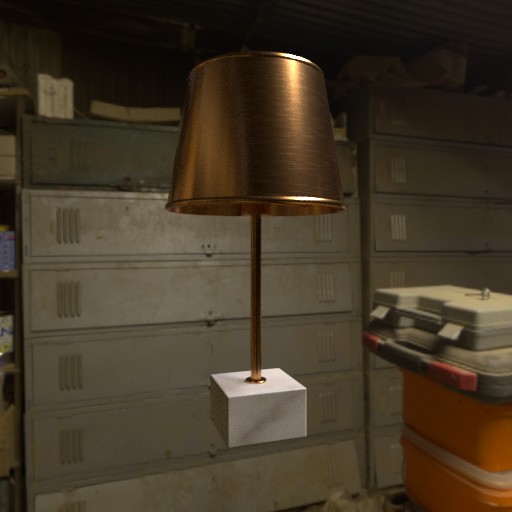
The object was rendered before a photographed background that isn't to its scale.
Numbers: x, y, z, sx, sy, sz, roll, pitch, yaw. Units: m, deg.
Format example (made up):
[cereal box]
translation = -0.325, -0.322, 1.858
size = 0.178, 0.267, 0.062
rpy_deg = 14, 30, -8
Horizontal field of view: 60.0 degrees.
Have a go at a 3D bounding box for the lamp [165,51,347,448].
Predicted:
[lamp]
translation = 0.000, 0.000, 0.518
size = 0.208, 0.406, 0.208
rpy_deg = 0, 2, 0
